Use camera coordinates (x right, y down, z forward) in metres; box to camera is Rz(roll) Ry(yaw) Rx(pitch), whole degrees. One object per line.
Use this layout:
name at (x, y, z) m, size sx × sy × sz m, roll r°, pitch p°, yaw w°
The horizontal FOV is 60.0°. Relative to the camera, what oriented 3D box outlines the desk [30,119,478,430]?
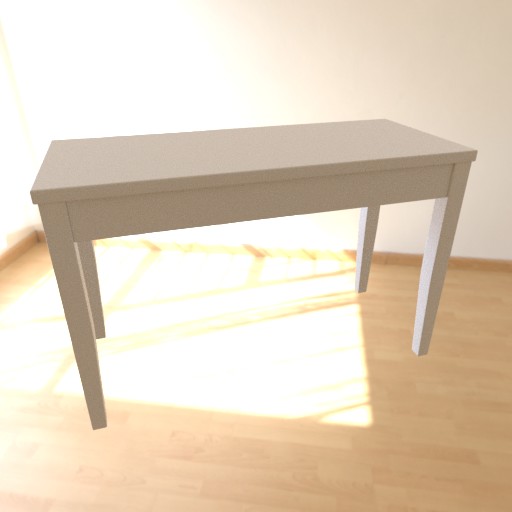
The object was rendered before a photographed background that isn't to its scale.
desk at (0.000, 0.000, 1.546) m, size 1.220 × 0.775 × 0.508 m, roll -8°, pitch 29°, yaw -15°
